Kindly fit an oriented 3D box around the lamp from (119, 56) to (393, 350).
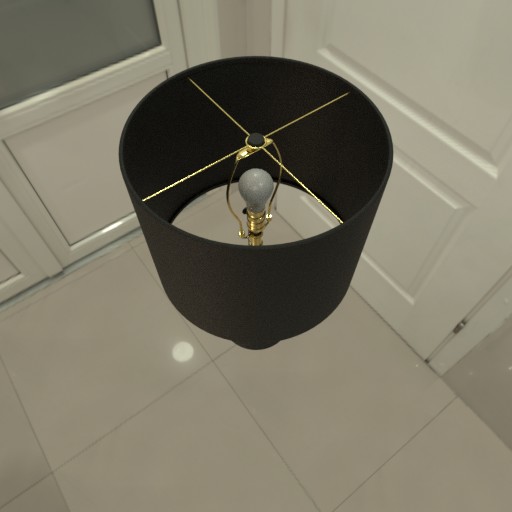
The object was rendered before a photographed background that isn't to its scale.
[{"bbox_3d":[0.000,0.000,0.830,0.359,0.584,0.359,-32,63,-19],"label":"lamp"}]
